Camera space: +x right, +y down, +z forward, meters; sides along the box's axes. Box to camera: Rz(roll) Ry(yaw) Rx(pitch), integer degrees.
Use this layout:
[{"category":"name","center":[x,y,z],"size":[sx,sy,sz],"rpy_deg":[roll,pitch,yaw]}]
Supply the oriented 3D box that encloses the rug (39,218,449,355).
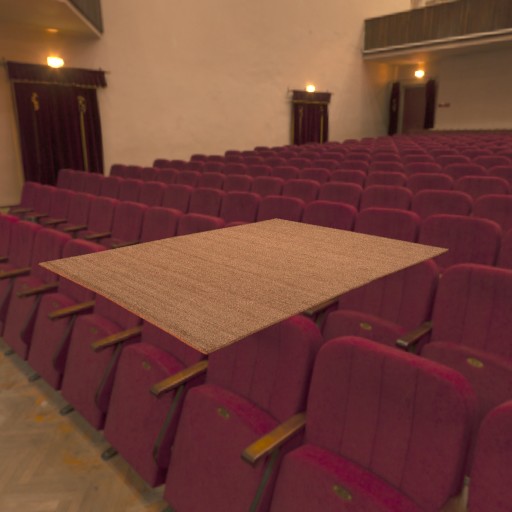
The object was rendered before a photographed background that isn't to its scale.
[{"category":"rug","center":[0.000,0.000,5.084],"size":[3.778,0.053,2.873],"rpy_deg":[-15,21,-43]}]
